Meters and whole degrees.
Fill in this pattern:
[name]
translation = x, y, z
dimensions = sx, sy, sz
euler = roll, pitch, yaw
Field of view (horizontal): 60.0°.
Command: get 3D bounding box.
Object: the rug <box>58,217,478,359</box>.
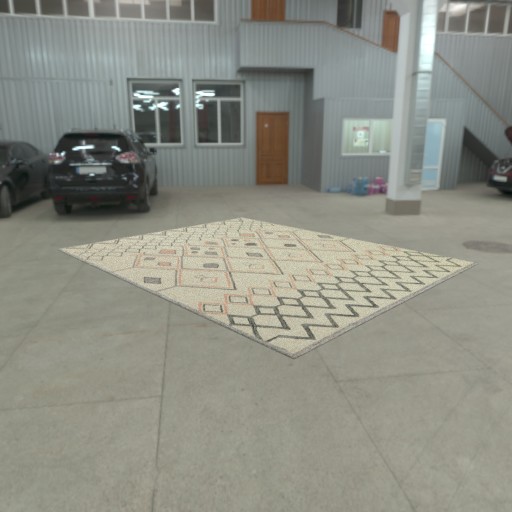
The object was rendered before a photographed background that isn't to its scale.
[rug]
translation = 0.000, 0.000, 4.088
dimensions = 2.441, 0.016, 3.050
euler = -14, 21, -42
